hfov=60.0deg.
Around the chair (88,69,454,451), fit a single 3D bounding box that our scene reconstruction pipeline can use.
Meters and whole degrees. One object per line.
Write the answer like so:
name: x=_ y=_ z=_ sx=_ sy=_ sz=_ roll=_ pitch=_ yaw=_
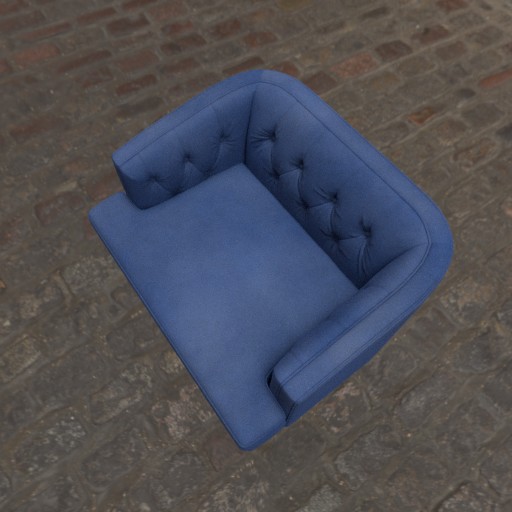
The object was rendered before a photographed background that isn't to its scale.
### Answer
chair: x=0.000 y=0.000 z=1.746 sx=0.914 sy=0.787 sz=1.118 roll=-33 pitch=67 yaw=-16
